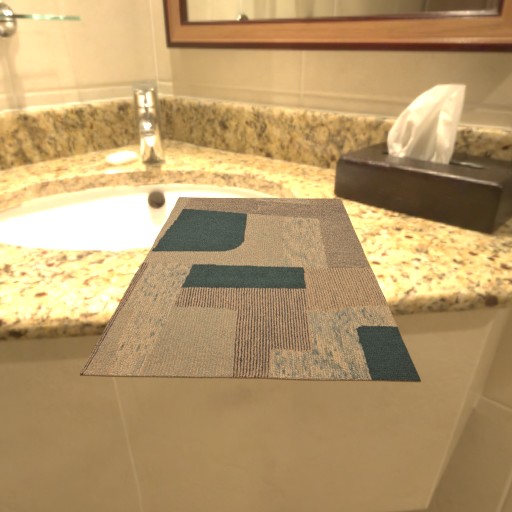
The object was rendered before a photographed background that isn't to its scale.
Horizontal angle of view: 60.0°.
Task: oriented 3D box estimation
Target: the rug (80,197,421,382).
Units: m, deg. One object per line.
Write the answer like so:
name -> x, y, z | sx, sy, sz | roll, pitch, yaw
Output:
rug -> 0.000, 0.000, 3.050 | 1.521, 0.015, 2.436 | 1, 26, 1
